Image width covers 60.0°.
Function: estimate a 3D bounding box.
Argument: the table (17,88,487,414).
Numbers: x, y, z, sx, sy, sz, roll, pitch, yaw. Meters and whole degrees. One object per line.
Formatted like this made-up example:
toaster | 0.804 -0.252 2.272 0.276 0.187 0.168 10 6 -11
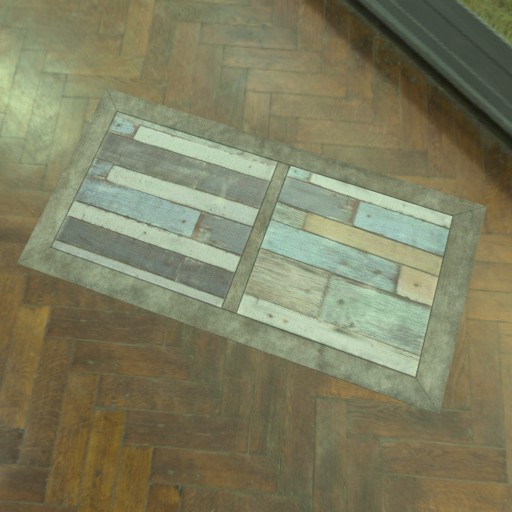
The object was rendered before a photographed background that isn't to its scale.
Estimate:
table | 0.000 0.000 1.501 1.219 0.470 0.610 19 75 5
